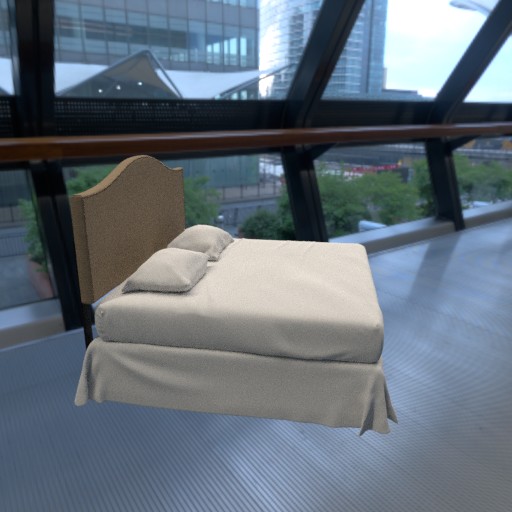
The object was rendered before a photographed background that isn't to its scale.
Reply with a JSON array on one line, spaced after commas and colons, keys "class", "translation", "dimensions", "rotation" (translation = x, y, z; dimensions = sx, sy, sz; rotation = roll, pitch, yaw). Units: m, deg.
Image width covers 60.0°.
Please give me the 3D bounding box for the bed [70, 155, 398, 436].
[{"class": "bed", "translation": [0.000, 0.000, 3.776], "dimensions": [2.222, 1.651, 2.311], "rotation": [3, 17, 10]}]
